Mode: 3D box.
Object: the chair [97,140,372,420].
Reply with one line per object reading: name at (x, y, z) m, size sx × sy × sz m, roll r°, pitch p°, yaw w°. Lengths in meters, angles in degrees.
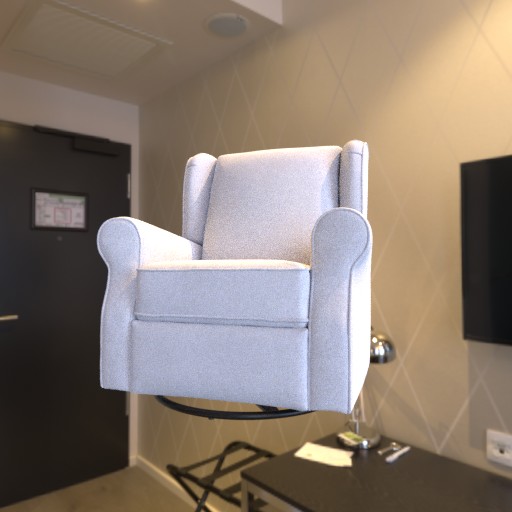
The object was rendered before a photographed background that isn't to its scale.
chair at (0.000, 0.000, 1.697) m, size 0.906 × 0.967 × 0.854 m, roll 0°, pitch -1°, yaw 18°
